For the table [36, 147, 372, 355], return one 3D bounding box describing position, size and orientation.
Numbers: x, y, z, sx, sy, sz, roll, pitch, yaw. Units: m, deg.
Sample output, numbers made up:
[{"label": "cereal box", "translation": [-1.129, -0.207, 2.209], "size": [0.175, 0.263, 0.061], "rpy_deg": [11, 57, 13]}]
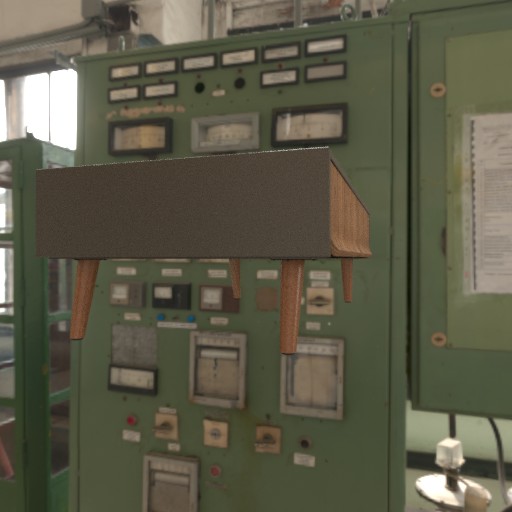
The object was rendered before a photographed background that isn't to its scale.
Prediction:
[{"label": "table", "translation": [0.000, 0.000, 1.505], "size": [0.703, 0.404, 1.201], "rpy_deg": [0, 0, 18]}]
